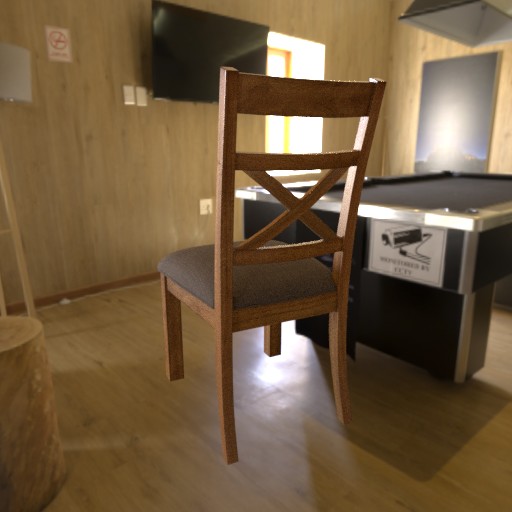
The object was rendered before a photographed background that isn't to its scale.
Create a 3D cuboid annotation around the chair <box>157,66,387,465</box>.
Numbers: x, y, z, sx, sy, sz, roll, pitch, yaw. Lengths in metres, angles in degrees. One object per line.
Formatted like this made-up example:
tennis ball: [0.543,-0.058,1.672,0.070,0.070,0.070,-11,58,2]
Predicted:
chair: [0.000,0.000,1.309,0.470,0.949,0.581,-7,17,-26]
